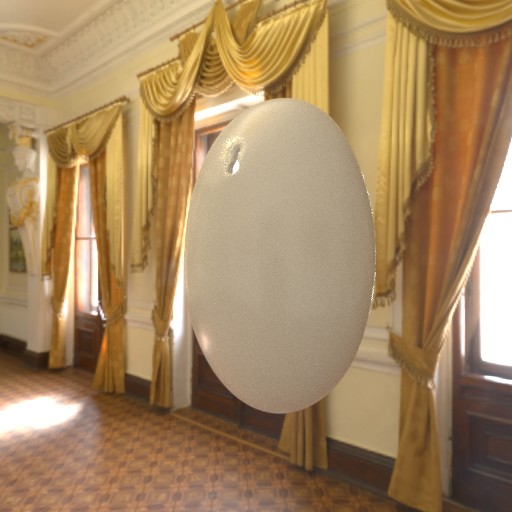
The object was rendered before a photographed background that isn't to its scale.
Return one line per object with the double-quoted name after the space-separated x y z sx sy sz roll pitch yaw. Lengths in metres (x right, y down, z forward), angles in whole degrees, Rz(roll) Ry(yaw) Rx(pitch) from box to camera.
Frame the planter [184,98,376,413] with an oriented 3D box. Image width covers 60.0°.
0.000 0.000 0.276 0.043 0.188 0.185 0 0 -35 "planter"
